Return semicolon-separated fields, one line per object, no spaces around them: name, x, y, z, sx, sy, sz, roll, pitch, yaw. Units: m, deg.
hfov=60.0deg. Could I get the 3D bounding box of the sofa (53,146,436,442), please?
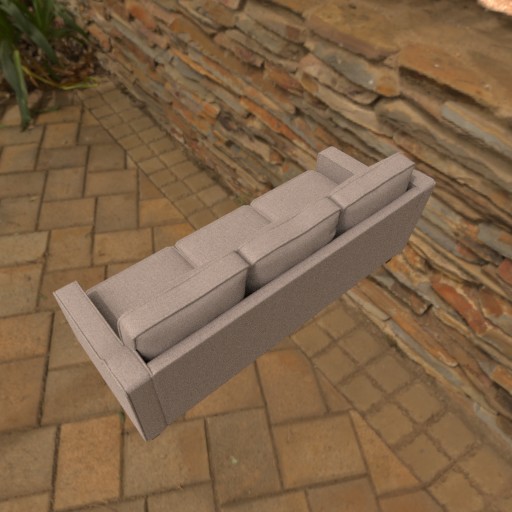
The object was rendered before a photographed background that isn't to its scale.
sofa;0.000;0.000;2.677;2.129;0.950;0.899;-32;54;-26
